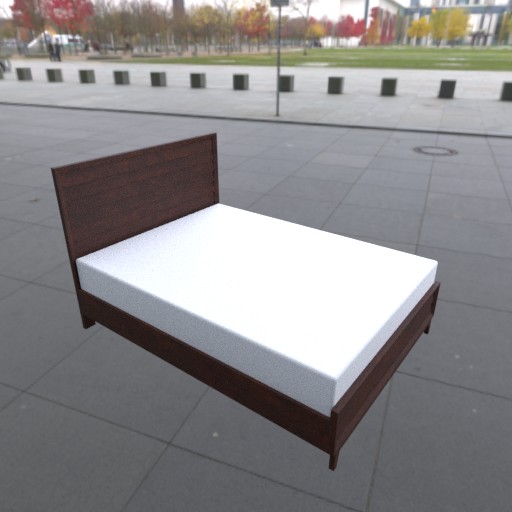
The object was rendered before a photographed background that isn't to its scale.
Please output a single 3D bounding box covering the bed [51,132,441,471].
[{"bbox_3d":[0.000,0.000,3.179,2.184,1.270,1.600,18,31,33],"label":"bed"}]
